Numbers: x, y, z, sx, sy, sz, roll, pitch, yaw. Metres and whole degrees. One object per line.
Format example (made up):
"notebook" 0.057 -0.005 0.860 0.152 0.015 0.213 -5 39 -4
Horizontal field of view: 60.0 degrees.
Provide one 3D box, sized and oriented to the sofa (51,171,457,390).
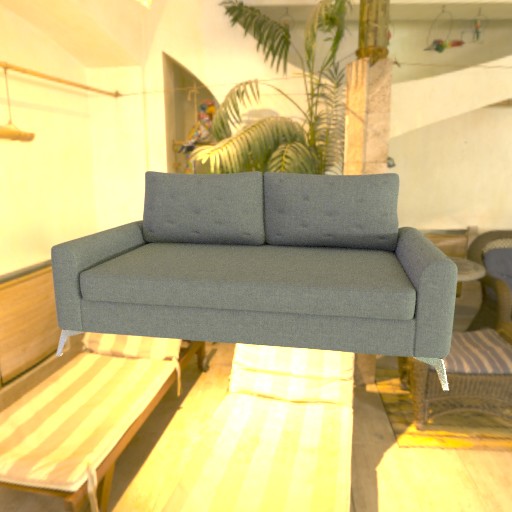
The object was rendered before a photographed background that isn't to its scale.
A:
"sofa" 0.000 0.000 2.139 1.650 0.790 0.920 2 12 10
